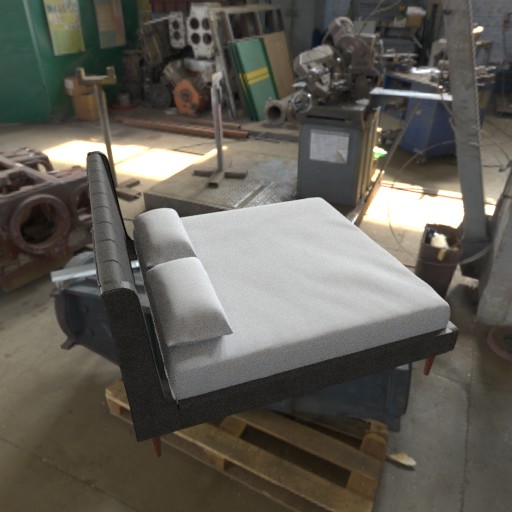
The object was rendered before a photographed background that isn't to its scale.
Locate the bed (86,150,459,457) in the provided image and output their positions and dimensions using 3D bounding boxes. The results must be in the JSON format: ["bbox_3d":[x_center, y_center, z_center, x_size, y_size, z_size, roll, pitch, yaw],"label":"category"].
[{"bbox_3d":[0.000,0.000,3.126,2.031,1.158,1.903,-11,33,-17],"label":"bed"}]
